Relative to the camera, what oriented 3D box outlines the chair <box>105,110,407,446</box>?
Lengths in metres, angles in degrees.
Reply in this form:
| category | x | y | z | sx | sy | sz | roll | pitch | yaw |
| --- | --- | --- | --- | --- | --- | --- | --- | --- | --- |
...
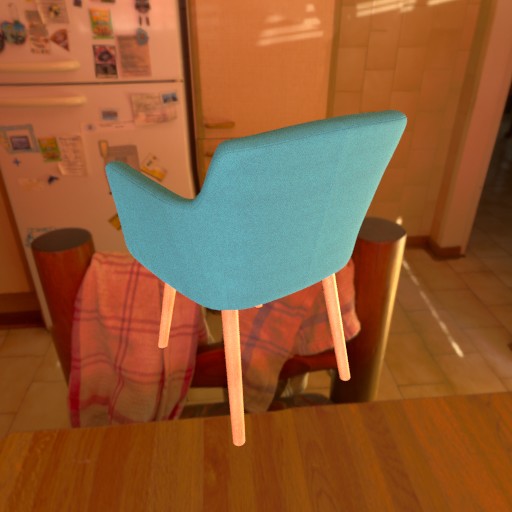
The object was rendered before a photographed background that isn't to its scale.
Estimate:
| category | x | y | z | sx | sy | sz | roll | pitch | yaw |
| --- | --- | --- | --- | --- | --- | --- | --- | --- | --- |
| chair | 0.000 | 0.000 | 1.148 | 0.570 | 0.780 | 0.540 | -20 | 35 | -30 |
